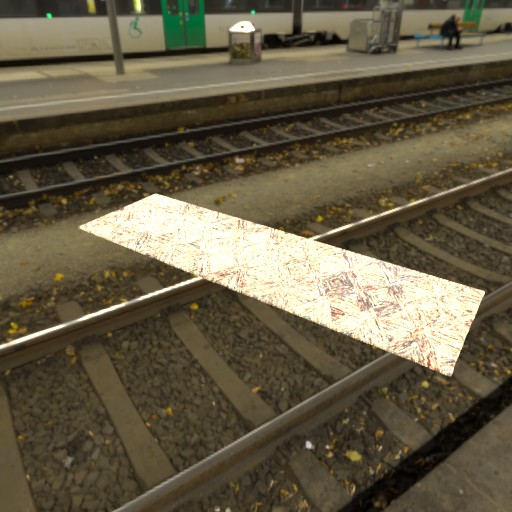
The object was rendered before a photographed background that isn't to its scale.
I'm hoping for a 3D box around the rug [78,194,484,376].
[{"bbox_3d":[0.000,0.000,2.516,2.292,0.015,0.688,19,35,29],"label":"rug"}]
